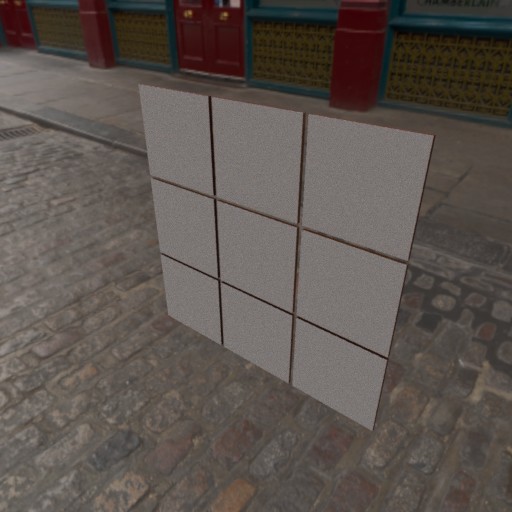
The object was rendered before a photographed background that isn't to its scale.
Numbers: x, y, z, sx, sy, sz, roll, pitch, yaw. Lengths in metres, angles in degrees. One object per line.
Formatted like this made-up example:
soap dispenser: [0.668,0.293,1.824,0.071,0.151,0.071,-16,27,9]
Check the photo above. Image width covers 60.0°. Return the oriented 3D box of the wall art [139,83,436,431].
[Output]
wall art: [0.000,0.000,1.877,1.256,1.246,0.017,22,37,32]
